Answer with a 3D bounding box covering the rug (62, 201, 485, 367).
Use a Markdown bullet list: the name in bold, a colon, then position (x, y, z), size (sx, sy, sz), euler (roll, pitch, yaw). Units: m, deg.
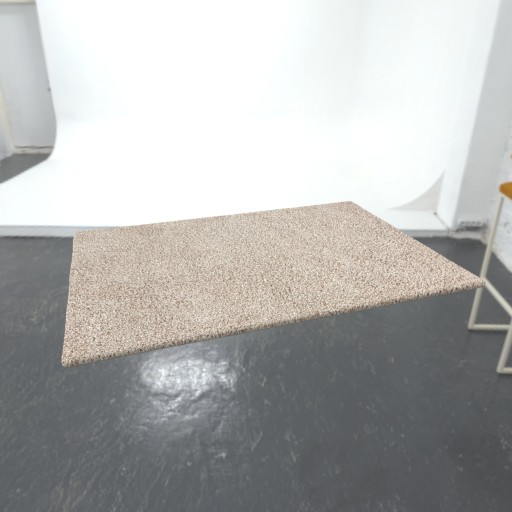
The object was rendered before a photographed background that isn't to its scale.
- **rug**: position (0.000, 0.000, 2.256), size (1.778, 0.030, 1.219), euler (-8, 27, -17)
